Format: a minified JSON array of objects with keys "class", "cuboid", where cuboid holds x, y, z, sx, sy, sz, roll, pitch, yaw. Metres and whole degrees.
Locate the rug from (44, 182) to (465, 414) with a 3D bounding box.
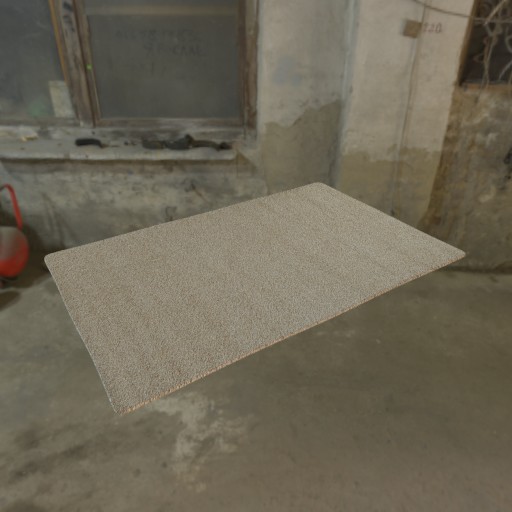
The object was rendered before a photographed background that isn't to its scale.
[{"class":"rug","cuboid":[0.000,0.000,2.910,2.349,0.026,1.500,-19,36,-28]}]
